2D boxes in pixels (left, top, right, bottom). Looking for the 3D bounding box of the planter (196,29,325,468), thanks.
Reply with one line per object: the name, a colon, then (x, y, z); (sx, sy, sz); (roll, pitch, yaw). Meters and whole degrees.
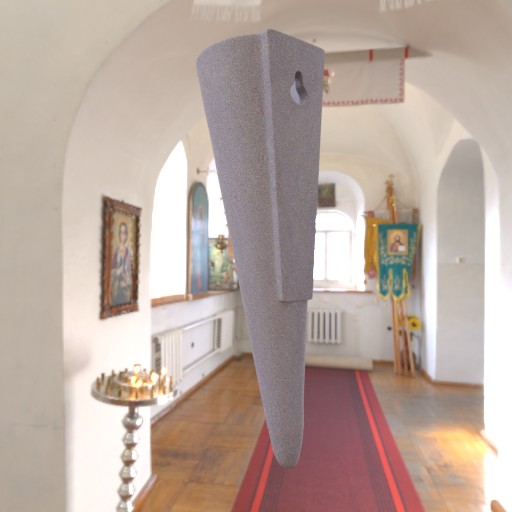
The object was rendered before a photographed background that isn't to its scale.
planter: (0.000, 0.000, 0.298); (0.078, 0.259, 0.087); (0, 0, -37)
